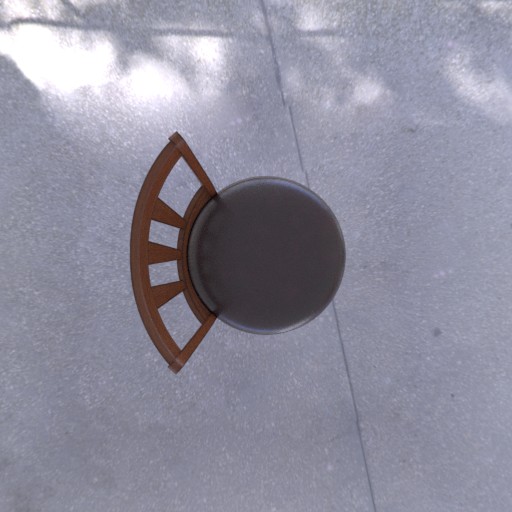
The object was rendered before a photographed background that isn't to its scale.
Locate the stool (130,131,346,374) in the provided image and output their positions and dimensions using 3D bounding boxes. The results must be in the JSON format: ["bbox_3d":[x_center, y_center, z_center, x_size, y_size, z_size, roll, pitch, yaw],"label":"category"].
[{"bbox_3d":[0.000,0.000,1.420,0.503,1.177,0.464,0,89,-1],"label":"stool"}]
